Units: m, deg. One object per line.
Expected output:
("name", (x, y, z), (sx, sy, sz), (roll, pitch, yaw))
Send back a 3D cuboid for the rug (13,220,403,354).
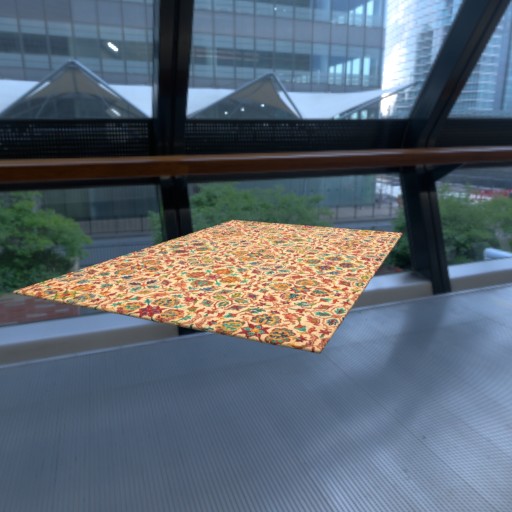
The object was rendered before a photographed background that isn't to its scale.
("rug", (0.000, 0.000, 2.272), (1.226, 0.013, 1.838), (6, 15, 24))
